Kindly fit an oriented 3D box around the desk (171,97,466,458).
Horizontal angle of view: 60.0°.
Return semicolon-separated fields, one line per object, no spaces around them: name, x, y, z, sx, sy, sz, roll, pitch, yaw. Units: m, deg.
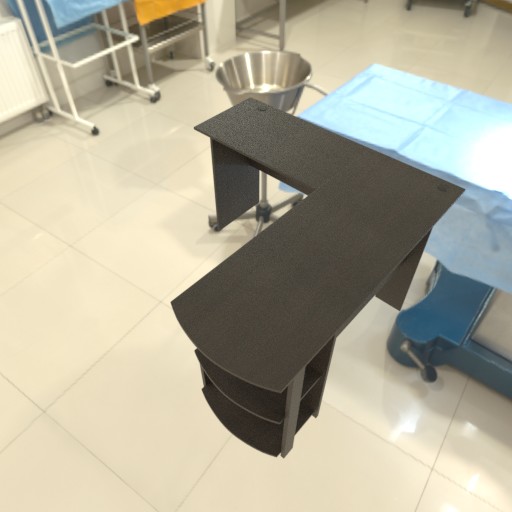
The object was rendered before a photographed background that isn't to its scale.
desk;0.000;0.000;2.188;1.303;0.716;1.361;33;54;27
